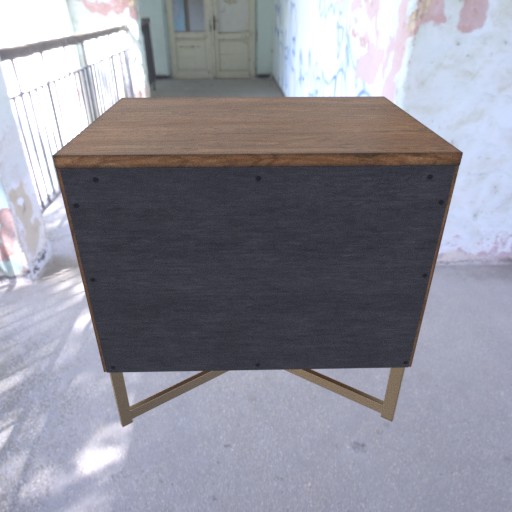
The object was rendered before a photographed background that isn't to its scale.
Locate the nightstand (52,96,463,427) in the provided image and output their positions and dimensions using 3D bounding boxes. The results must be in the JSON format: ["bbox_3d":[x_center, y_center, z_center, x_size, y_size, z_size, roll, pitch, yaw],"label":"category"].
[{"bbox_3d":[0.000,0.000,1.002,0.610,0.610,0.446,-1,30,-1],"label":"nightstand"}]
